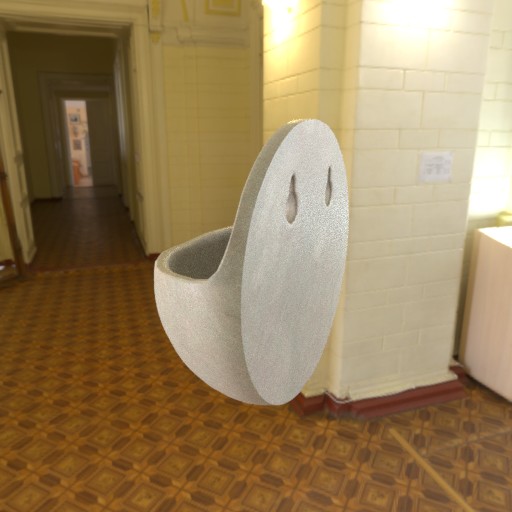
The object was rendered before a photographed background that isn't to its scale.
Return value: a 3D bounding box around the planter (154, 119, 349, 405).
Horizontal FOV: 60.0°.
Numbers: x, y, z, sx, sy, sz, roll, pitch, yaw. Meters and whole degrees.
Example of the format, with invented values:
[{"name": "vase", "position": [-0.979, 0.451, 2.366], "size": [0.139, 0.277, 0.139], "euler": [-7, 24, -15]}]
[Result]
[{"name": "planter", "position": [0.000, 0.000, 0.279], "size": [0.073, 0.164, 0.190], "euler": [7, 17, 25]}]
